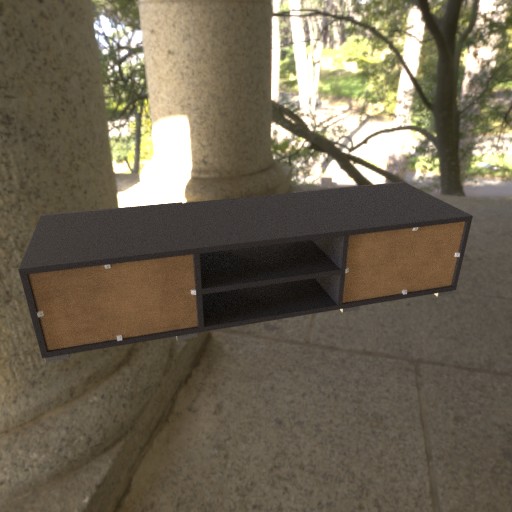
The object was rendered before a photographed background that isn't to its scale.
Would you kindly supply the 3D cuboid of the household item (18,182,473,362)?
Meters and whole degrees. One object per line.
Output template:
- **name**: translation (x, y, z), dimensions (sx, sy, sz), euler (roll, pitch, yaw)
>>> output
- **household item**: translation (0.000, 0.000, 1.569), dimensions (1.400, 0.310, 0.420), euler (-7, 27, -14)
